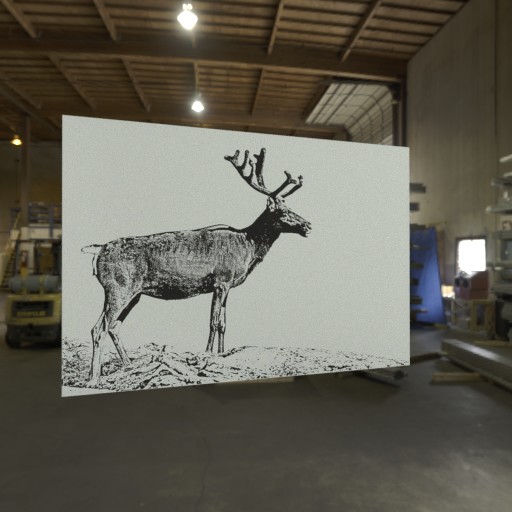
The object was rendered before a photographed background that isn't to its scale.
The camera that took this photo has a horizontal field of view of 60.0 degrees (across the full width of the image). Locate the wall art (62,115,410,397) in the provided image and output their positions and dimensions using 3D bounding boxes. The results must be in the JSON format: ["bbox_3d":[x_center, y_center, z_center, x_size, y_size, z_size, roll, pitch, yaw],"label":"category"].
[{"bbox_3d":[0.000,0.000,1.128,0.906,0.617,0.033,0,0,-18],"label":"wall art"}]
